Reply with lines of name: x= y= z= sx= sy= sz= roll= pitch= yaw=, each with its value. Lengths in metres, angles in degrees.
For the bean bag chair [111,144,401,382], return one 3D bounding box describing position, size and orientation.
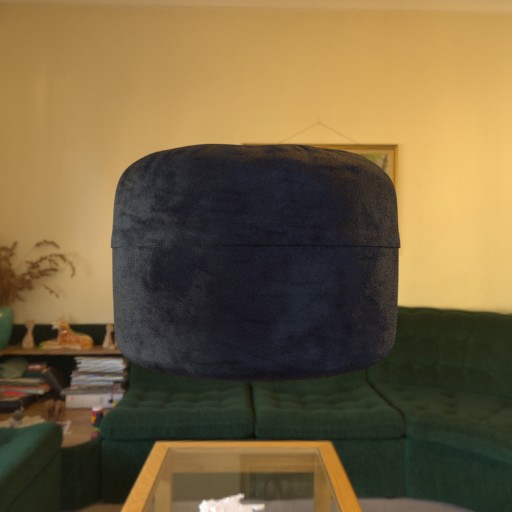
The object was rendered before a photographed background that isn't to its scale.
bean bag chair: x=0.000 y=0.000 z=1.475 sx=0.918 sy=0.616 sz=0.918 roll=0 pitch=0 yaw=0
